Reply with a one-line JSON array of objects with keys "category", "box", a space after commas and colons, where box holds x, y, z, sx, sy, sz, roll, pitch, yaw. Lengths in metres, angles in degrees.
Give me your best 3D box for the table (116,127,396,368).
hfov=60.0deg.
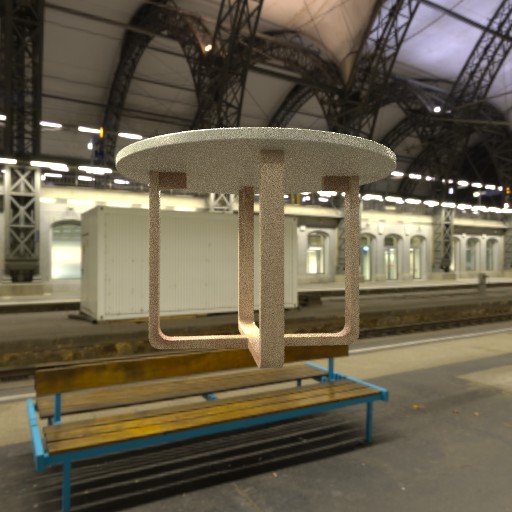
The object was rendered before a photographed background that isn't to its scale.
[{"category": "table", "box": [0.000, 0.000, 0.994, 0.600, 0.400, 0.600, 0, 0, 0]}]
